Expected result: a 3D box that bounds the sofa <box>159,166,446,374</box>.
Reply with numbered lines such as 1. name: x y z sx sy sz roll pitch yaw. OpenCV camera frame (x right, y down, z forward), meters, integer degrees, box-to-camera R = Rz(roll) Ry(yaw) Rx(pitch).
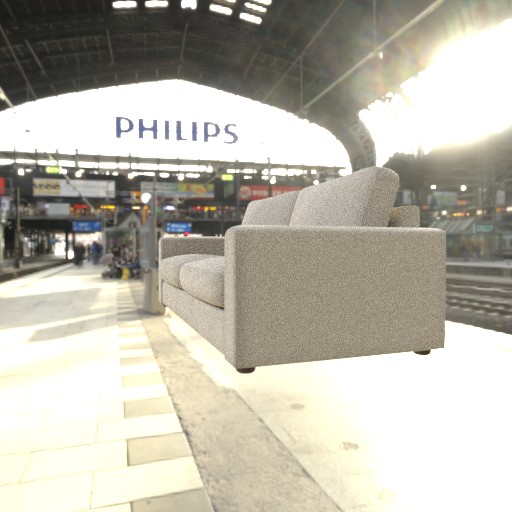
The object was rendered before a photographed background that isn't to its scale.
1. sofa: 0.000 0.000 2.807 1.016 0.873 2.179 0 1 -20
